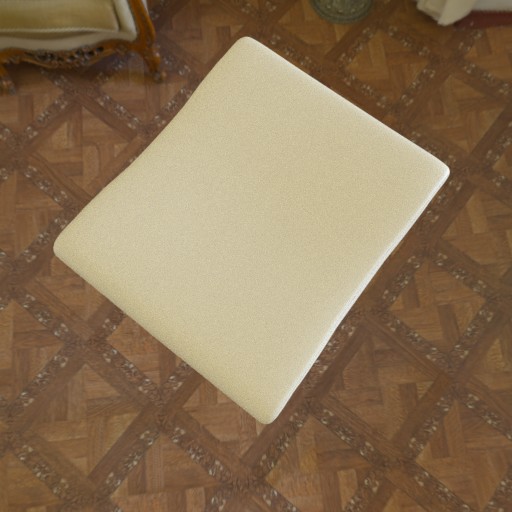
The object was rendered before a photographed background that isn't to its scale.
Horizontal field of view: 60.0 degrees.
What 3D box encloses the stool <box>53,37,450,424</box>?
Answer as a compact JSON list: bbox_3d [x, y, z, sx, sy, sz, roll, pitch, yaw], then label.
[{"bbox_3d":[0.000,0.000,0.932,0.401,0.609,0.471,37,79,9],"label":"stool"}]
